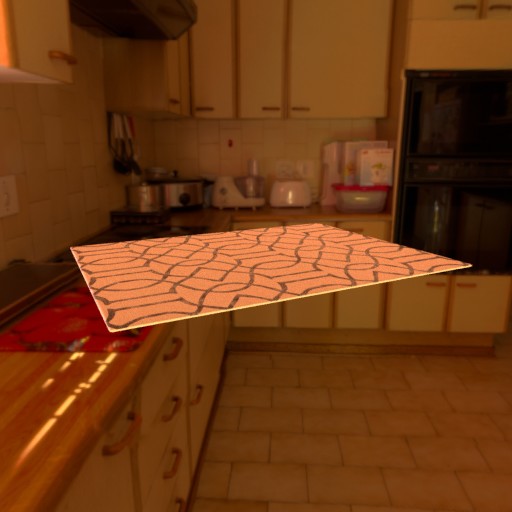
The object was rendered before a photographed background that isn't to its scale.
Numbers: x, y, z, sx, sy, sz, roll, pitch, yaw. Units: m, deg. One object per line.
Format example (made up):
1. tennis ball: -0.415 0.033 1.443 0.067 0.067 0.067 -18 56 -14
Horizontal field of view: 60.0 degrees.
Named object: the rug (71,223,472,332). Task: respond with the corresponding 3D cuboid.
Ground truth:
1. rug: 0.000 0.000 3.988 2.910 0.021 2.211 -7 16 -26
